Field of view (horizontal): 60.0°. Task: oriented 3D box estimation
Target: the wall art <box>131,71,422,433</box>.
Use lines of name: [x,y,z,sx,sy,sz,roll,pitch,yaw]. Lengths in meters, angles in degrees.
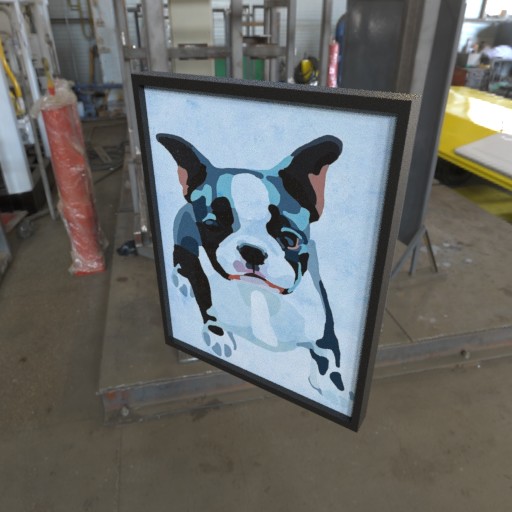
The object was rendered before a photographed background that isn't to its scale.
wall art: [0.000,0.000,0.502,0.294,0.369,0.030,17,34,28]
